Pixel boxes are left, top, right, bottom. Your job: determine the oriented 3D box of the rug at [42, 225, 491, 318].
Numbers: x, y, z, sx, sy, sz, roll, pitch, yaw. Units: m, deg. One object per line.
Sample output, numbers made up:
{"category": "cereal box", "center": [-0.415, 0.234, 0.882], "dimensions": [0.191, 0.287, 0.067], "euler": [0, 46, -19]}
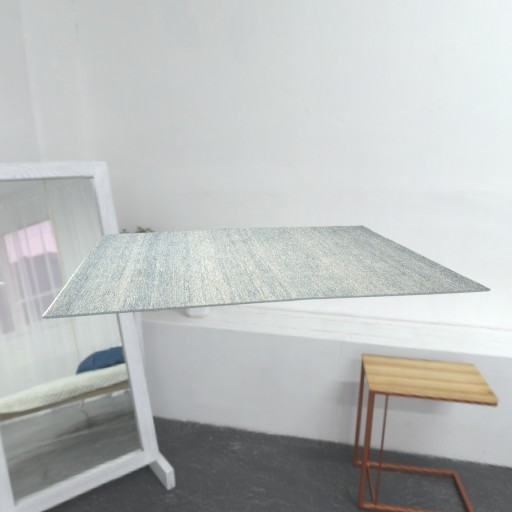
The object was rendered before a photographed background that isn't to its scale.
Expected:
{"category": "rug", "center": [0.000, 0.000, 4.296], "dimensions": [3.237, 0.046, 2.461], "euler": [-2, 16, -9]}
